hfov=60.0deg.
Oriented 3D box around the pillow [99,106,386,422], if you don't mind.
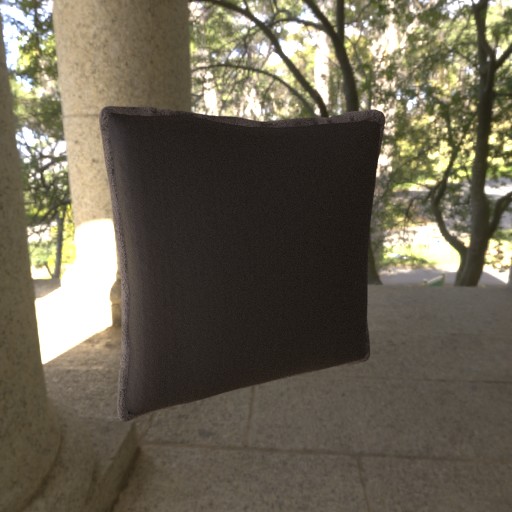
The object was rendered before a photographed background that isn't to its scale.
[{"bbox_3d":[0.000,0.000,0.801,0.522,0.520,0.204,-6,15,-25],"label":"pillow"}]
